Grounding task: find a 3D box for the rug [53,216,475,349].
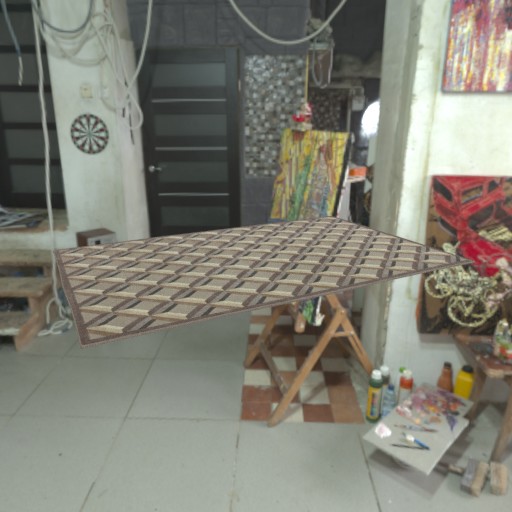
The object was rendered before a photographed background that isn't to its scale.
[{"bbox_3d":[0.000,0.000,2.072,1.677,0.011,1.066,-9,20,-26],"label":"rug"}]
